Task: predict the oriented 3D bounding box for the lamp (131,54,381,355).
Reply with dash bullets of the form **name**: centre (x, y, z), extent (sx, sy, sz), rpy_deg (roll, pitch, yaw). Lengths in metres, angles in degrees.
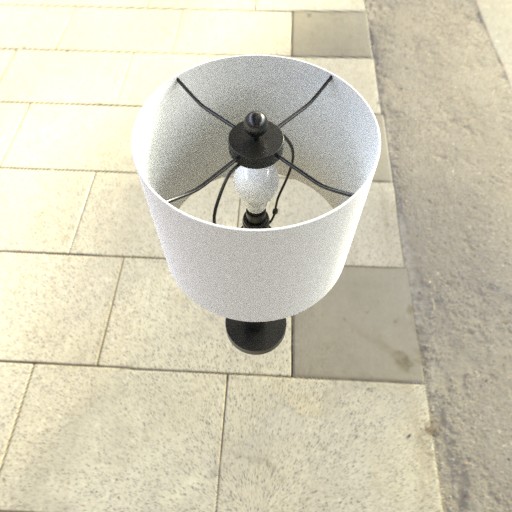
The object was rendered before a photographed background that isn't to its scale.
- **lamp**: centre (0.000, 0.000, 0.797), extent (0.305, 0.640, 0.305), rpy_deg (1, 58, 0)
